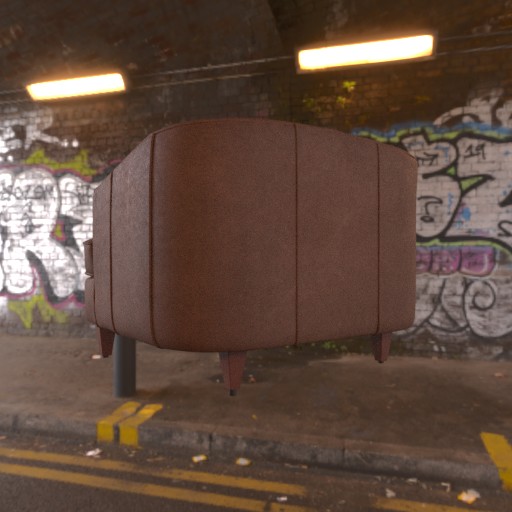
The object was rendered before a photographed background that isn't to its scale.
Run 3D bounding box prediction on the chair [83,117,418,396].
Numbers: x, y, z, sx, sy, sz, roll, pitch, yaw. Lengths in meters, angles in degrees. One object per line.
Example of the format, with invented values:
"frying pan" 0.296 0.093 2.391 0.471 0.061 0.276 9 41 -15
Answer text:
"chair" 0.000 0.000 1.726 1.118 0.787 0.914 0 1 -35
